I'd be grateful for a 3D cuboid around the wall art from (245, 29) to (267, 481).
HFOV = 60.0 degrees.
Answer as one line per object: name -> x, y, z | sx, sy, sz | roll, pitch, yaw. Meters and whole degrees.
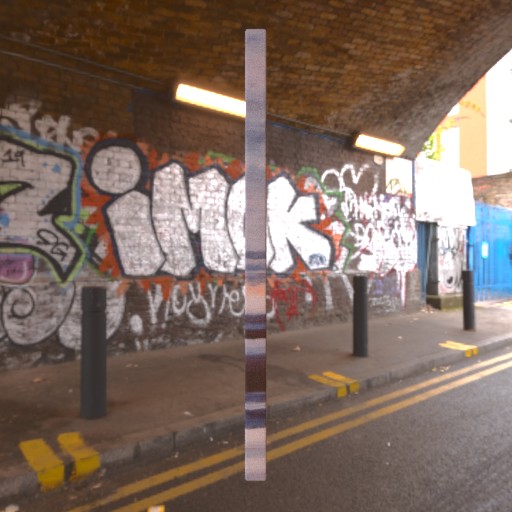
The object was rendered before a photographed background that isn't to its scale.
wall art -> 0.000, 0.000, 1.103 | 0.035, 0.747, 0.747 | 0, -1, 0
